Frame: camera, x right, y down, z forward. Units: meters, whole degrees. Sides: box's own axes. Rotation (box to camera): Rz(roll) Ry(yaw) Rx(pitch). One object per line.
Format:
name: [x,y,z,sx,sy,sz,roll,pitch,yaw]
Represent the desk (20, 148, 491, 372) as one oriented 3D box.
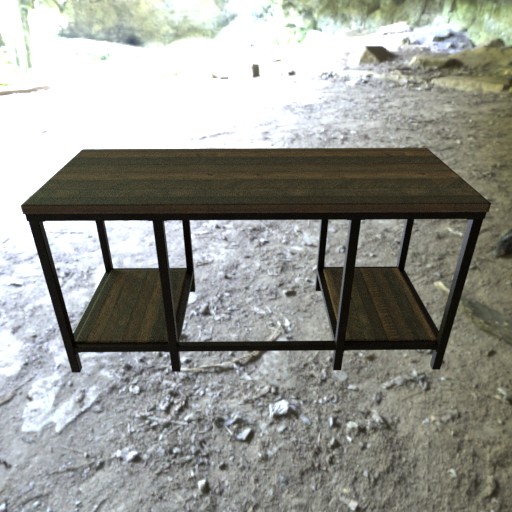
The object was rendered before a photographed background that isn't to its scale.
desk: [0.000,0.000,1.905,1.538,0.753,0.617,0,30,-1]
